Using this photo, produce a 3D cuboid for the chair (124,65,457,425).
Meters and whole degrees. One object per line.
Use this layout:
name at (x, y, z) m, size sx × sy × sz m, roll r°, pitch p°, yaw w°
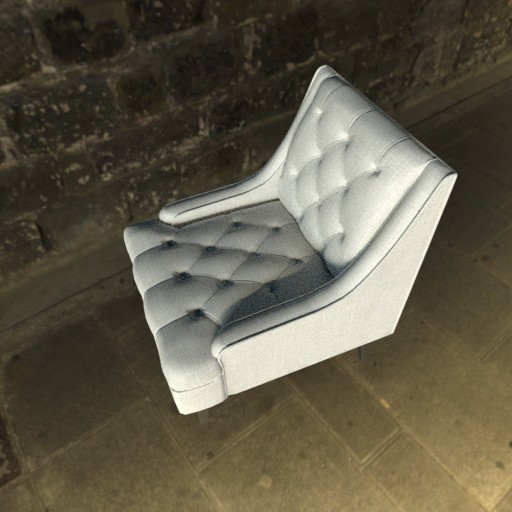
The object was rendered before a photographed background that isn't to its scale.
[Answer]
chair at (0.000, 0.000, 1.442) m, size 0.772 × 0.891 × 0.658 m, roll -17°, pitch 49°, yaw -15°
